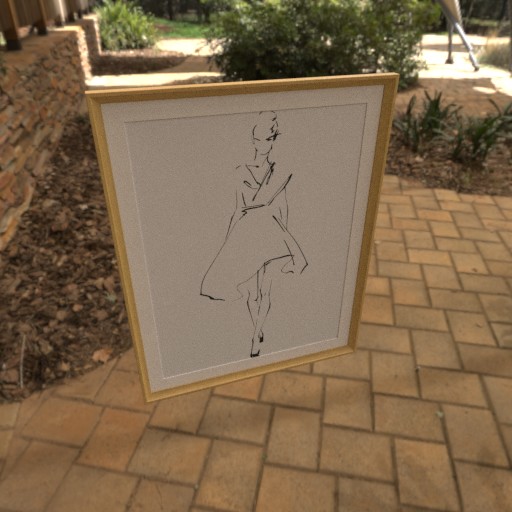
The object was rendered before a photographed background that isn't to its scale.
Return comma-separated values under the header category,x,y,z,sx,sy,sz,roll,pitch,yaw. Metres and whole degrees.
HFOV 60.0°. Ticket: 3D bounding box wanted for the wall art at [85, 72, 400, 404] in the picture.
category,x,y,z,sx,sy,sz,roll,pitch,yaw
wall art,0.000,0.000,1.349,0.798,1.002,0.030,-10,33,-16
